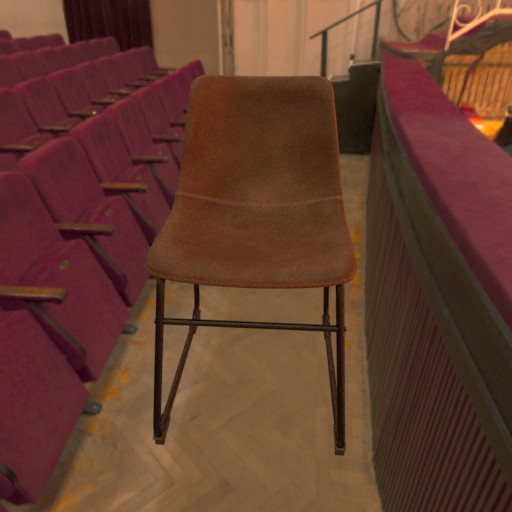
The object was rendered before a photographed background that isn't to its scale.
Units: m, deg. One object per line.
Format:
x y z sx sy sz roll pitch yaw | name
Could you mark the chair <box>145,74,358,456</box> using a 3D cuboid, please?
0.000 0.000 1.103 0.460 0.780 0.551 2 30 3 | chair
